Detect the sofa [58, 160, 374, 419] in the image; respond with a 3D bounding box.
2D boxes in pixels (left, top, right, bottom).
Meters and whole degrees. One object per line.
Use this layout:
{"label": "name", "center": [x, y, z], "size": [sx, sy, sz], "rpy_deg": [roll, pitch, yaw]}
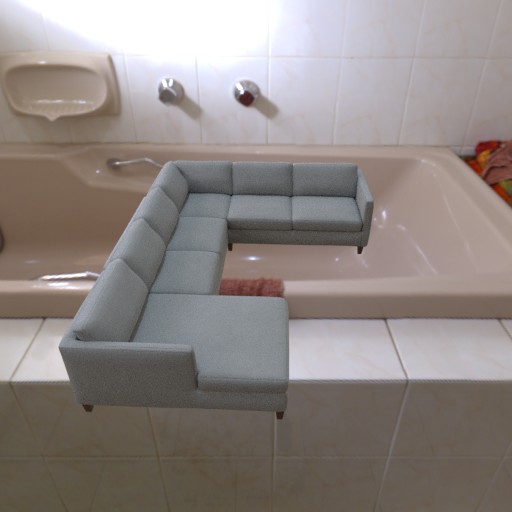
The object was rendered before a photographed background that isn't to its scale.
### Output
{"label": "sofa", "center": [0.000, 0.000, 4.385], "size": [2.551, 0.853, 3.238], "rpy_deg": [1, 33, 2]}
